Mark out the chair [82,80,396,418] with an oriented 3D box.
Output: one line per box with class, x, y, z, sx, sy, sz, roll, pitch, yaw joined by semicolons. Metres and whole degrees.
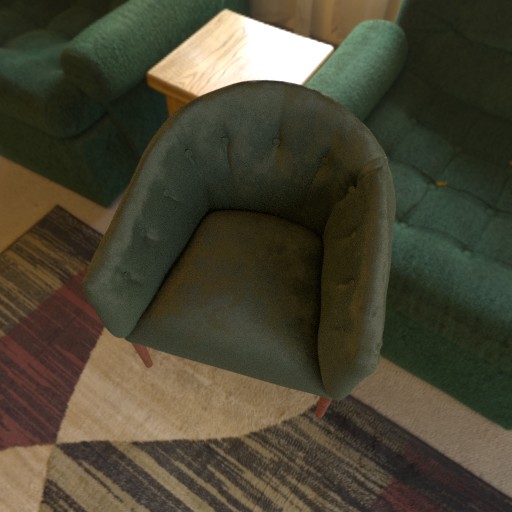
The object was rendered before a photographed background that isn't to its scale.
chair;0.000;0.000;1.515;0.851;0.885;0.776;14;59;9
